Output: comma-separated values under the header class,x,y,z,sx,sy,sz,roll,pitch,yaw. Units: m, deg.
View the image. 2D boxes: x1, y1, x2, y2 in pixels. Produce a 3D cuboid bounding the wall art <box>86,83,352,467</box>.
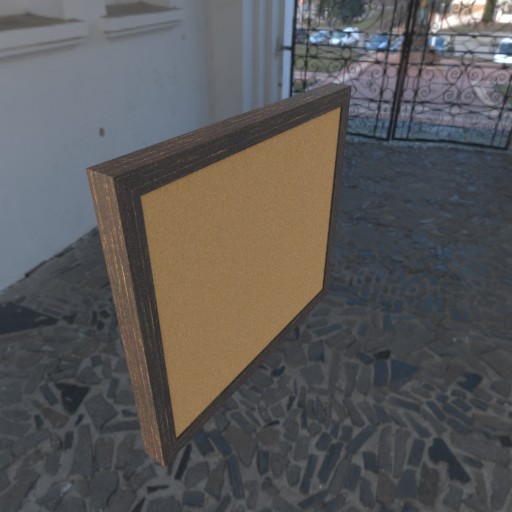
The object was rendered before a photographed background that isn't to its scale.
class,x,y,z,sx,sy,sz,roll,pitch,yaw
wall art,0.000,0.000,0.528,0.031,0.330,0.381,20,37,29
